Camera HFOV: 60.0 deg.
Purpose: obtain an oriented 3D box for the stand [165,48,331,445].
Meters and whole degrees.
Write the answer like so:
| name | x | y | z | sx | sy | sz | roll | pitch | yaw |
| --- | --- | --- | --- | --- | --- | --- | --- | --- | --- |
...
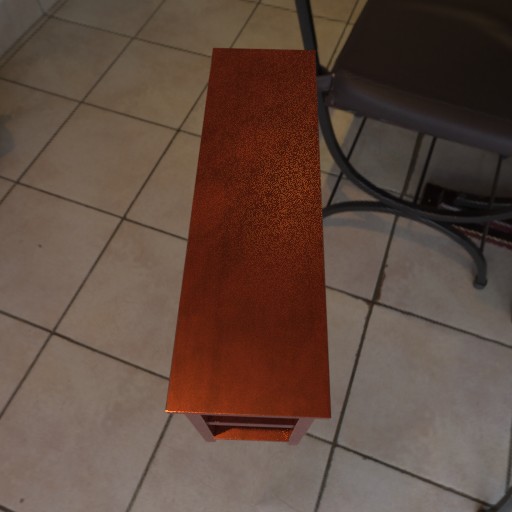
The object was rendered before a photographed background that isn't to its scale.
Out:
| name | x | y | z | sx | sy | sz | roll | pitch | yaw |
| --- | --- | --- | --- | --- | --- | --- | --- | --- | --- |
| stand | 0.000 | 0.000 | 1.772 | 0.410 | 0.872 | 1.362 | 2 | 61 | 1 |
